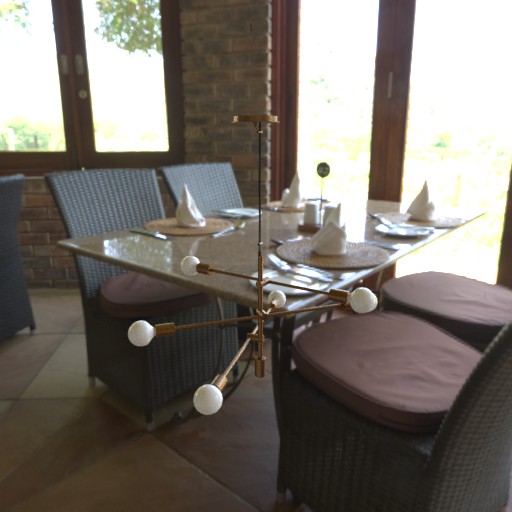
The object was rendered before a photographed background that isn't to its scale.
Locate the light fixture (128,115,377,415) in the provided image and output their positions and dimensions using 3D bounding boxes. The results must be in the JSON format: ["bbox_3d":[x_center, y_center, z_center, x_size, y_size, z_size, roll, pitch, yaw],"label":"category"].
[{"bbox_3d":[0.000,0.000,1.240,0.637,0.744,0.682,14,20,43],"label":"light fixture"}]
